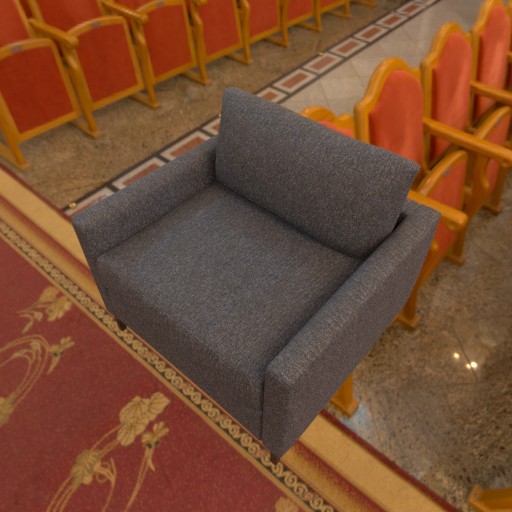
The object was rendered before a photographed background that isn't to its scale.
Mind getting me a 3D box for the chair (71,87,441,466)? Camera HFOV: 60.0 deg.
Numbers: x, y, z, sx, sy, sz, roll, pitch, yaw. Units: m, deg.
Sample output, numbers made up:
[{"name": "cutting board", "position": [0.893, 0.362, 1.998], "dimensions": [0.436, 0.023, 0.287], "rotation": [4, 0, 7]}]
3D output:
[{"name": "chair", "position": [0.000, 0.000, 1.618], "dimensions": [0.963, 0.861, 0.866], "rotation": [32, 54, 27]}]
